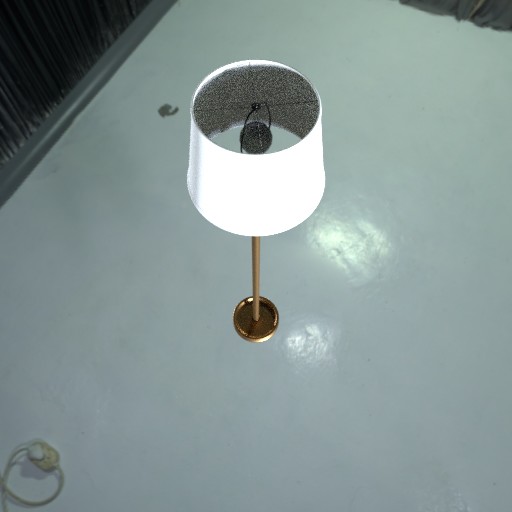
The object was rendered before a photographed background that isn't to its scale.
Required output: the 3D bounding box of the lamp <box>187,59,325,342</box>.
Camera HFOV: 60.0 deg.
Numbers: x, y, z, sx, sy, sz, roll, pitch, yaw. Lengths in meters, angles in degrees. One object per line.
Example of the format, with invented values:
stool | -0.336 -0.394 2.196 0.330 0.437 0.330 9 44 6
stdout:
lamp | 0.000 0.000 0.782 0.178 0.710 0.178 0 63 0
